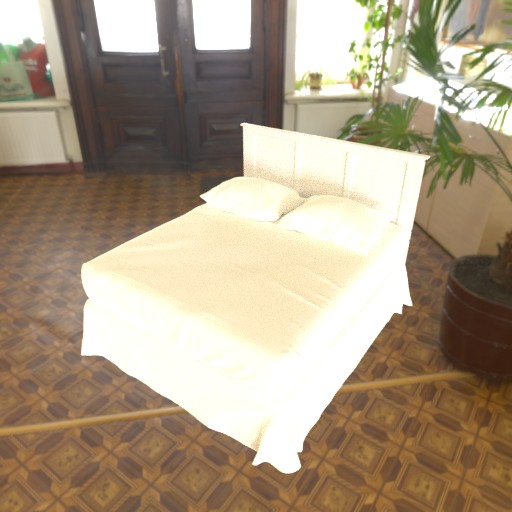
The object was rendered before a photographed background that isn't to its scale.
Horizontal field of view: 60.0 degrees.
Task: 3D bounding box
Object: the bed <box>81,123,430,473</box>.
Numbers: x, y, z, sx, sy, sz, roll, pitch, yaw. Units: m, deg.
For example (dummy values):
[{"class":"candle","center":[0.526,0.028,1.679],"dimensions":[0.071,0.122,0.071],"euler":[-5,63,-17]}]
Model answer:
[{"class":"bed","center":[0.000,0.000,3.186],"dimensions":[1.876,1.269,2.047],"euler":[20,36,30]}]
